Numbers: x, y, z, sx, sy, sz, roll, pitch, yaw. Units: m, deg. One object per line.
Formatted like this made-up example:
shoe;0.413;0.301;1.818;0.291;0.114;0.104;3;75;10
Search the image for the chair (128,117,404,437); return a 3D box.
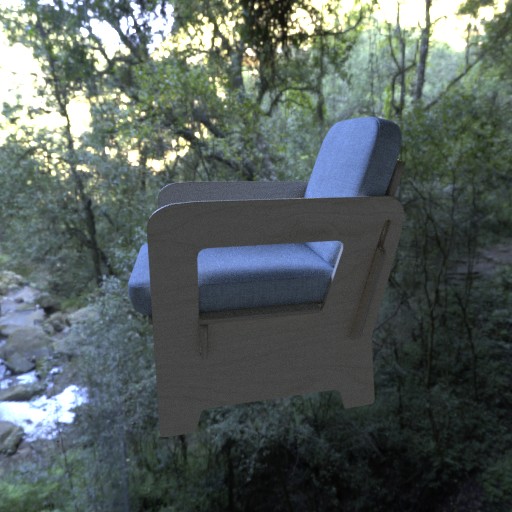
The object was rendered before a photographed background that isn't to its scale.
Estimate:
chair;0.000;0.000;1.339;0.710;0.800;0.590;-2;14;-9
